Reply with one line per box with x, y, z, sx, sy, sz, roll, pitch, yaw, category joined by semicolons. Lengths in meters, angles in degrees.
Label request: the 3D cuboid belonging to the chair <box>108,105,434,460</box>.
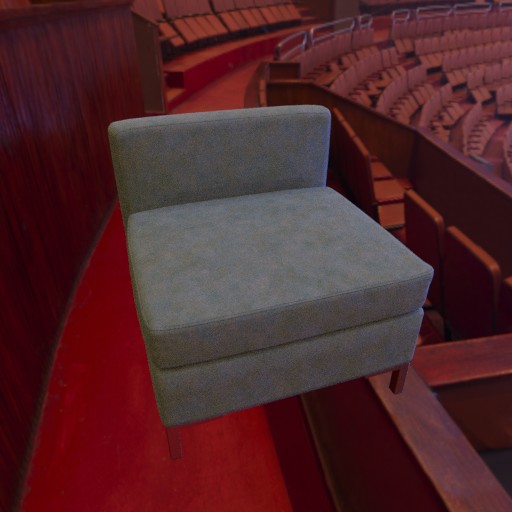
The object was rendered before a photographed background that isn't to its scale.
0.000;0.000;1.237;0.684;0.660;0.685;-10;33;-16;chair
